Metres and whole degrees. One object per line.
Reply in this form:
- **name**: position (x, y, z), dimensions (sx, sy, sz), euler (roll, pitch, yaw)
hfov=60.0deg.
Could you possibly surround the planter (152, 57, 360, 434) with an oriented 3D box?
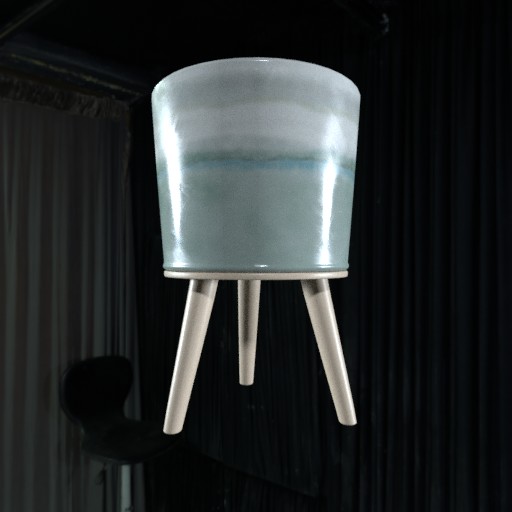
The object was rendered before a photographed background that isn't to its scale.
- **planter**: position (0.000, 0.000, 0.578), dimensions (0.265, 0.404, 0.265), euler (0, 0, 36)
